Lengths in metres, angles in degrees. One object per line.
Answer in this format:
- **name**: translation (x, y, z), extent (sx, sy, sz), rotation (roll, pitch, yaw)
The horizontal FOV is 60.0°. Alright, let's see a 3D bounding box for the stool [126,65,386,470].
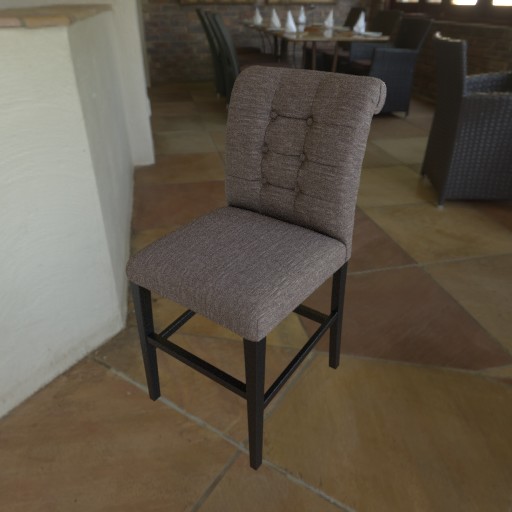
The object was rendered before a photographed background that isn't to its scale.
- **stool**: translation (0.000, 0.000, 1.313), extent (0.457, 0.970, 0.611), rotation (20, 36, 31)
